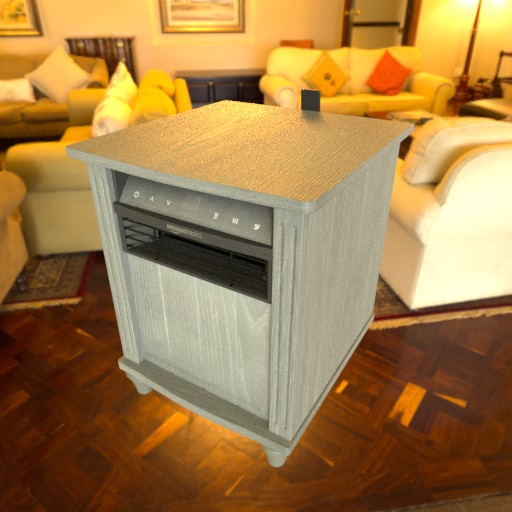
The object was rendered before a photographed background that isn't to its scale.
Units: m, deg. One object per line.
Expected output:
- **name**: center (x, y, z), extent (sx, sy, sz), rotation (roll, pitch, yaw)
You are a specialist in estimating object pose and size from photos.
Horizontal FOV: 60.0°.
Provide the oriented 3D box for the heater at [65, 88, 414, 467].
- **heater**: center (0.000, 0.000, 0.744), extent (0.362, 0.481, 0.400), rotation (17, 34, 27)
